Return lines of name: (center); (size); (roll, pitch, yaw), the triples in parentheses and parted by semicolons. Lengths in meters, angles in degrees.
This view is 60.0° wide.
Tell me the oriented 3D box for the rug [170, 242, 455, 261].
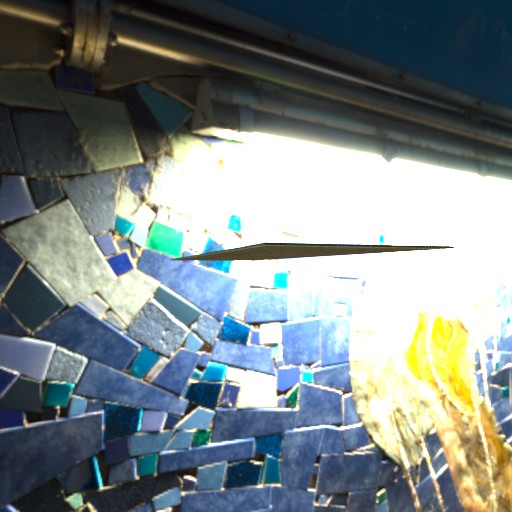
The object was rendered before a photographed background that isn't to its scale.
rug: (0.000, 0.000, 2.386); (0.662, 0.011, 2.196); (1, -2, -18)
